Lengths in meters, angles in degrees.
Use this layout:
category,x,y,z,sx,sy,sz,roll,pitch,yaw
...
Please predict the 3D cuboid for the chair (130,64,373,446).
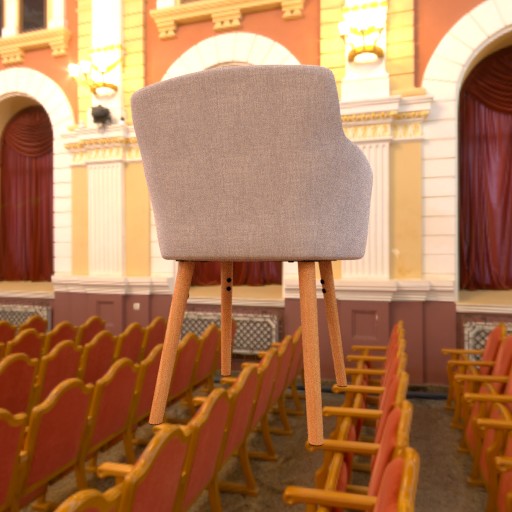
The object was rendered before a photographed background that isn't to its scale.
category,x,y,z,sx,sy,sz,roll,pitch,yaw
chair,0.000,0.000,1.155,0.570,0.780,0.540,0,0,18
